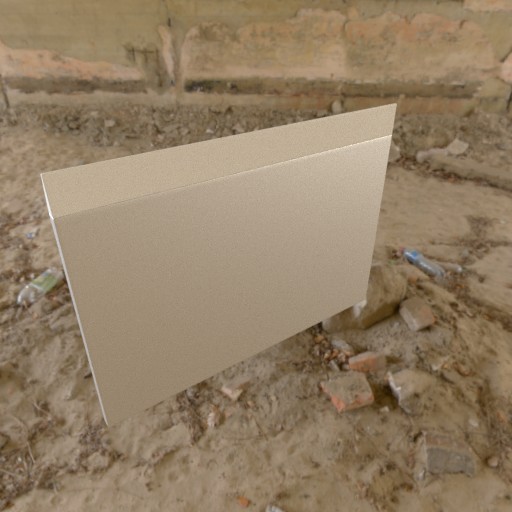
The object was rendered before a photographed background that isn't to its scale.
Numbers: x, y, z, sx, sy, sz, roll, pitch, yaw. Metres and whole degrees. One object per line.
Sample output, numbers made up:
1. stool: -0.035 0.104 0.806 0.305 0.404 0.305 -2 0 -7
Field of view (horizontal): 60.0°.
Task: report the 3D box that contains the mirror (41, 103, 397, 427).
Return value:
1. mirror: 0.000 0.000 1.104 0.870 0.630 0.030 -20 37 -29
